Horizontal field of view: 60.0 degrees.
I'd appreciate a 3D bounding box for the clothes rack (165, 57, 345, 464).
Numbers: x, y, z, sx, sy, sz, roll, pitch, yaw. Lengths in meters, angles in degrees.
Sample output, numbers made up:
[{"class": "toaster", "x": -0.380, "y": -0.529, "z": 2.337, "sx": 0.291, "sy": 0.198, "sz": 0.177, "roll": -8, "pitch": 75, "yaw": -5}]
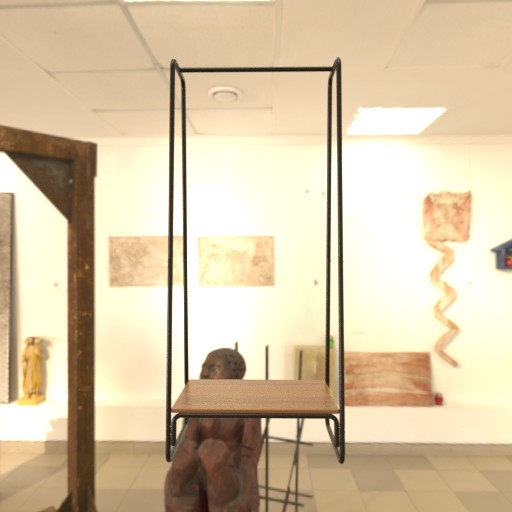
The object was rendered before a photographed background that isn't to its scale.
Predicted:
[{"class": "clothes rack", "x": 0.000, "y": 0.000, "z": 1.763, "sx": 0.640, "sy": 1.500, "sz": 0.400, "roll": 0, "pitch": 0, "yaw": 1}]
